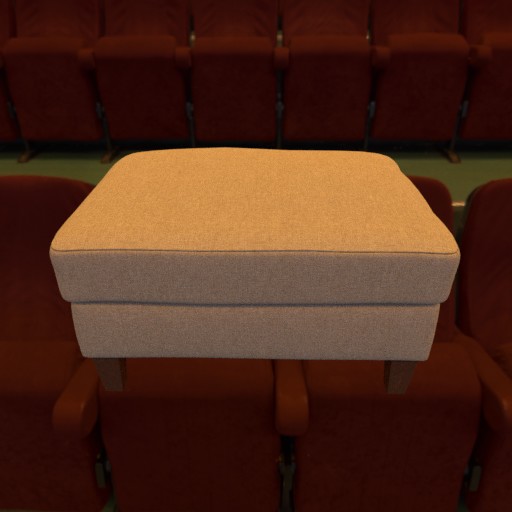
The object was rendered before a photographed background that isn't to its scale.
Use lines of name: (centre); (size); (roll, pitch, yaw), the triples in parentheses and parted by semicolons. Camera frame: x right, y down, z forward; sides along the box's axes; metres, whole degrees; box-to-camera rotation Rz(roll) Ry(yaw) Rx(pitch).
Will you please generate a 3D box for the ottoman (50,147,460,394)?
ottoman: (0.000, 0.000, 1.310); (0.898, 0.519, 0.677); (0, 31, 1)
